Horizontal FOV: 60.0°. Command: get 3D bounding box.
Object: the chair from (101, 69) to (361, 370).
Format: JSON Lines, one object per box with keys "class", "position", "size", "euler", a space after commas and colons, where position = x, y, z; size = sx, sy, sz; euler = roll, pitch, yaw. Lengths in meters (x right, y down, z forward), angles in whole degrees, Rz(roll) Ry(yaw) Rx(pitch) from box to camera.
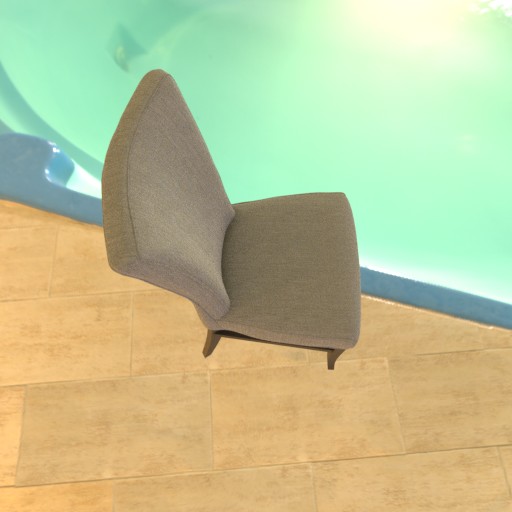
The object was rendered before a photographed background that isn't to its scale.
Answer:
{"class": "chair", "position": [0.000, 0.000, 1.368], "size": [0.660, 0.991, 0.520], "euler": [1, 65, 1]}
